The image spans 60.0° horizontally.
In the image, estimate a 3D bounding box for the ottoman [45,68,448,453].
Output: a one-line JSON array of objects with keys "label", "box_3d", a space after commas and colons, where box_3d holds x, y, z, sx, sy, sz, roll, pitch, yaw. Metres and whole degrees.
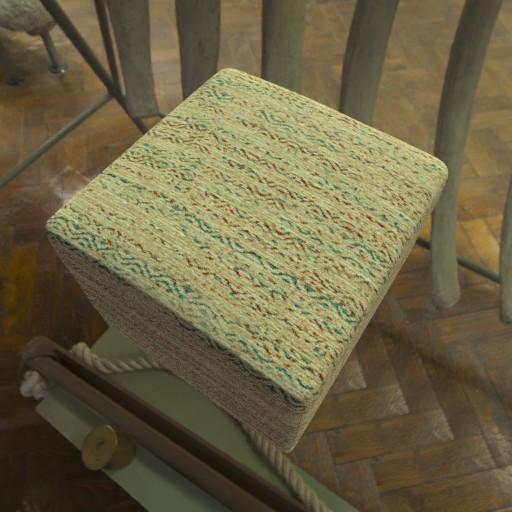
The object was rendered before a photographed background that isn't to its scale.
[{"label": "ottoman", "box_3d": [0.000, 0.000, 0.908, 0.512, 0.453, 0.521, 30, 63, 17]}]
